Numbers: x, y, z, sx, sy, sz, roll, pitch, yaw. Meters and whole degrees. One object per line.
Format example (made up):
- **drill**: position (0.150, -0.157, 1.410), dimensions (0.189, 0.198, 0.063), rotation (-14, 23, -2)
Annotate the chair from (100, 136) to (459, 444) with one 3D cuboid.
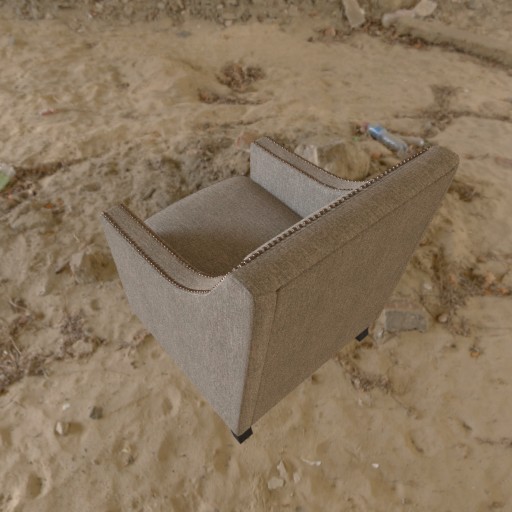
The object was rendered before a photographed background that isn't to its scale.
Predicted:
- **chair**: position (0.000, 0.000, 1.610), dimensions (0.776, 0.967, 0.884), rotation (-32, 54, -27)
